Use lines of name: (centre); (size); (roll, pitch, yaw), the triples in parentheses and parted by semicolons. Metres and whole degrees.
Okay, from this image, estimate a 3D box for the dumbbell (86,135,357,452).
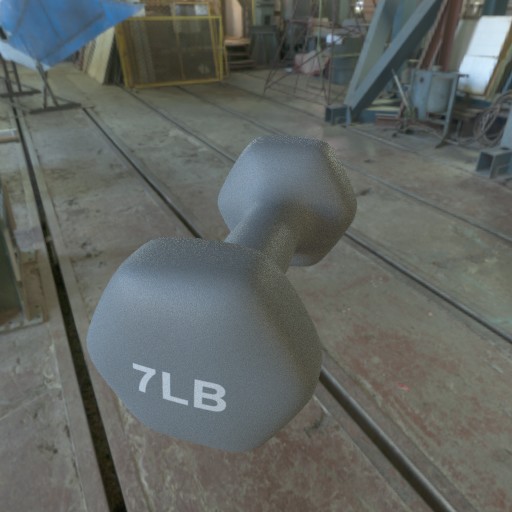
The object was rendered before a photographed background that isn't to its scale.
dumbbell: (0.000, 0.000, 0.224); (0.090, 0.081, 0.184); (9, 31, 14)
